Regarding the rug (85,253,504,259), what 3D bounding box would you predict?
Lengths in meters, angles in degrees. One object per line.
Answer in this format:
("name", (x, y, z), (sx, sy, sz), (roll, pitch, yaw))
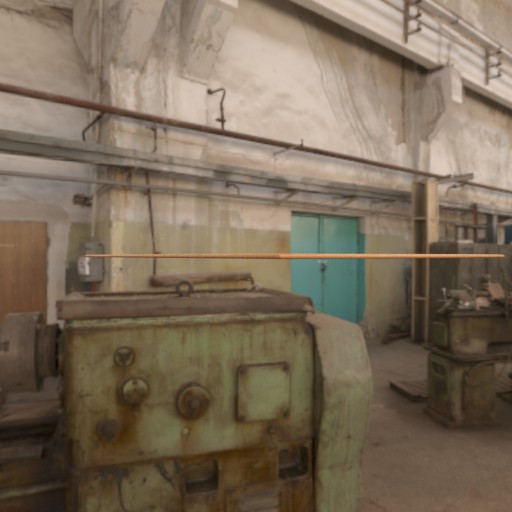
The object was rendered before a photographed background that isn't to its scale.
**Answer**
("rug", (0.000, 0.000, 2.006), (1.078, 0.013, 1.678), (0, 0, -36))
